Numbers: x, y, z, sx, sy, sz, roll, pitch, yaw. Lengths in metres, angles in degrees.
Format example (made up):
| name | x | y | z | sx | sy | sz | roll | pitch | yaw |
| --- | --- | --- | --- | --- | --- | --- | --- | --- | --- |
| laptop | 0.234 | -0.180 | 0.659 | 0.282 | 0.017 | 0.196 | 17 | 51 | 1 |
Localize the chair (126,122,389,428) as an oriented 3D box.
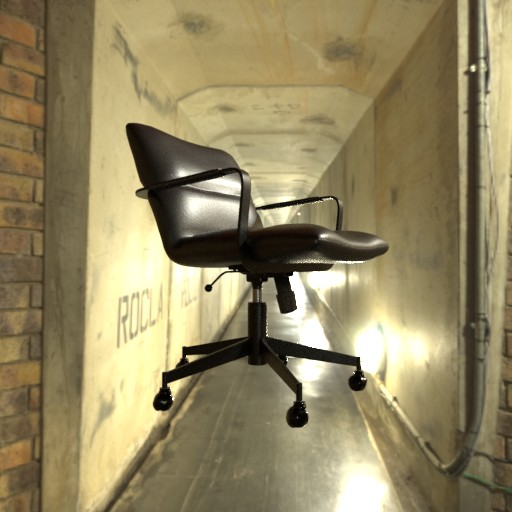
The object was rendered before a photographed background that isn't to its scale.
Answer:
| name | x | y | z | sx | sy | sz | roll | pitch | yaw |
| --- | --- | --- | --- | --- | --- | --- | --- | --- | --- |
| chair | 0.000 | 0.000 | 1.514 | 0.748 | 0.922 | 0.719 | -1 | -1 | 35 |
